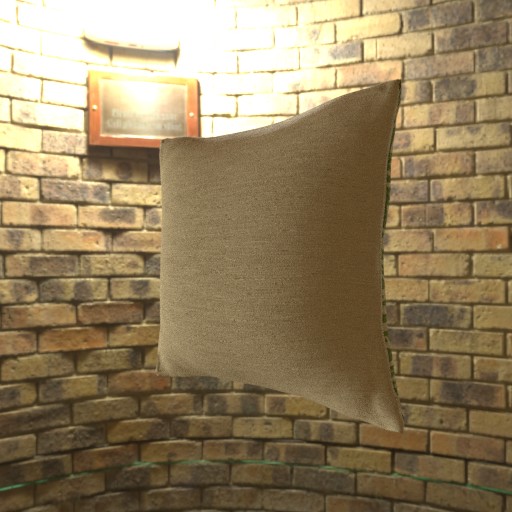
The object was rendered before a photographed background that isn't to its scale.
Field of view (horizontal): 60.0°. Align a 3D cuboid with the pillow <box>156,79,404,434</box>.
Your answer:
[{"bbox_3d":[0.000,0.000,0.653,0.440,0.419,0.162,-1,-1,38],"label":"pillow"}]
